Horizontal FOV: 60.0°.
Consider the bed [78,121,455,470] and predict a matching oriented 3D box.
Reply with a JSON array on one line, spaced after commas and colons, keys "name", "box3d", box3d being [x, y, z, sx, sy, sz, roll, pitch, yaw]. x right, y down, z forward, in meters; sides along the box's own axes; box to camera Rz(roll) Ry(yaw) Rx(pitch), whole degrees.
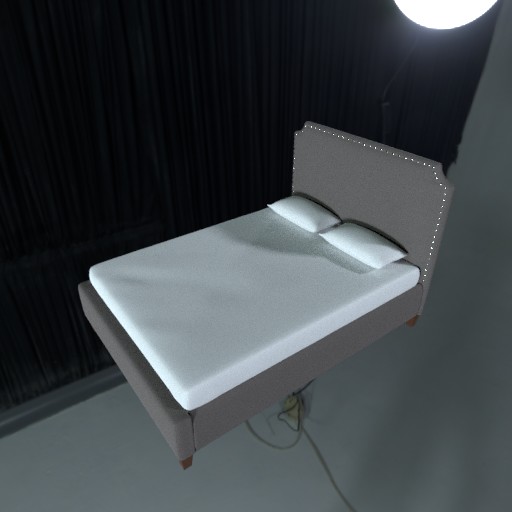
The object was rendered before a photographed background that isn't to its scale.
[{"name": "bed", "box3d": [0.000, 0.000, 3.480, 2.372, 1.443, 1.713, -21, 38, -30]}]
